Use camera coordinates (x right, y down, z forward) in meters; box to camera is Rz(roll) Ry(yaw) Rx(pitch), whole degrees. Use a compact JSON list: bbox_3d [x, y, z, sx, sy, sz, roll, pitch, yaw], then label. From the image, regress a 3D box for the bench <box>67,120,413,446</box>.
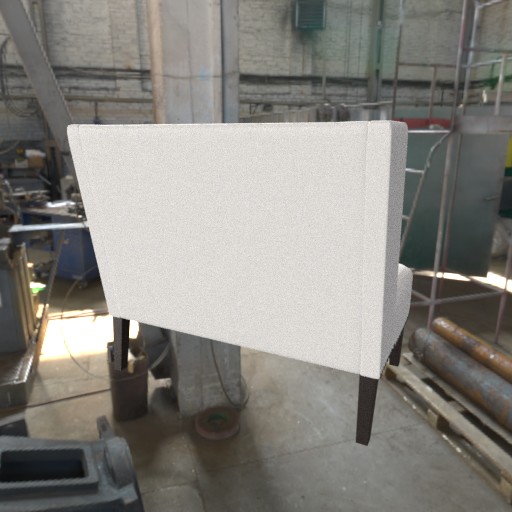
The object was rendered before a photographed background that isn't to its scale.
[{"bbox_3d":[0.000,0.000,1.982,1.280,1.123,0.847,8,17,26],"label":"bench"}]
